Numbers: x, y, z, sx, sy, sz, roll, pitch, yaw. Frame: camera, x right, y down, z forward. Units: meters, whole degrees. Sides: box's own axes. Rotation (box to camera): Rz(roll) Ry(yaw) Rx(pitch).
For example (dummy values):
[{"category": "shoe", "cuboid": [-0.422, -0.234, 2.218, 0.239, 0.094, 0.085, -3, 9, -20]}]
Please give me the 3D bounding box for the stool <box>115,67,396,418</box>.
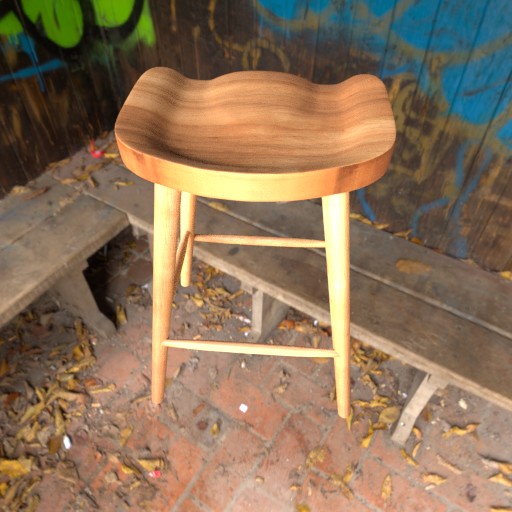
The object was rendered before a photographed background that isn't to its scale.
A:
[{"category": "stool", "cuboid": [0.000, 0.000, 0.871, 0.440, 0.615, 0.361, 3, 47, 3]}]
